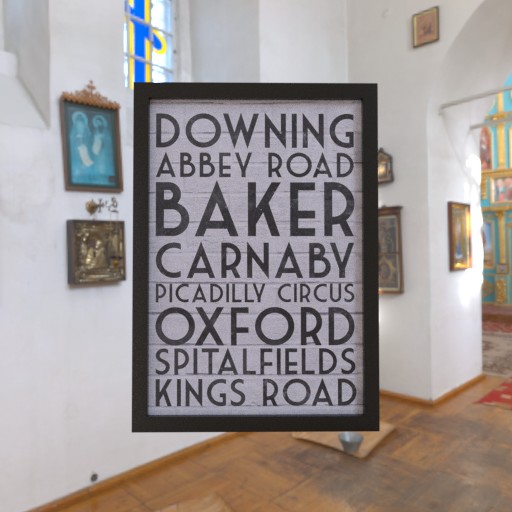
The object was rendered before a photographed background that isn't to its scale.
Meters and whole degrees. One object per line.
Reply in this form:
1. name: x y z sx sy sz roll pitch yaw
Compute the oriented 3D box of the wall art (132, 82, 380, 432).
1. wall art: 0.000 0.000 0.554 0.304 0.432 0.013 0 -1 -1
